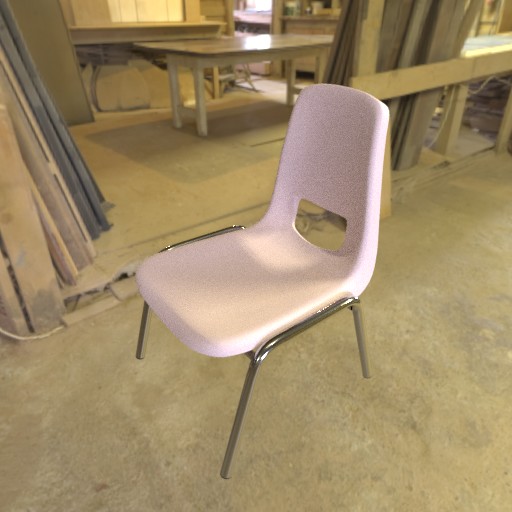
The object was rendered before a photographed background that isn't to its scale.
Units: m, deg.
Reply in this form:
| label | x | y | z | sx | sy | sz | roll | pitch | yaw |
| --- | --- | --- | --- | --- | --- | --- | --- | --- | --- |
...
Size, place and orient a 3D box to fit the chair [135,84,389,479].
| label | x | y | z | sx | sy | sz | roll | pitch | yaw |
| --- | --- | --- | --- | --- | --- | --- | --- | --- | --- |
| chair | 0.000 | 0.000 | 0.789 | 0.385 | 0.537 | 0.354 | -20 | 36 | -31 |
